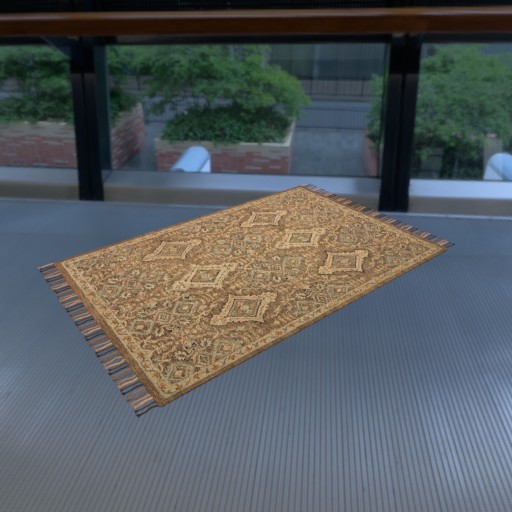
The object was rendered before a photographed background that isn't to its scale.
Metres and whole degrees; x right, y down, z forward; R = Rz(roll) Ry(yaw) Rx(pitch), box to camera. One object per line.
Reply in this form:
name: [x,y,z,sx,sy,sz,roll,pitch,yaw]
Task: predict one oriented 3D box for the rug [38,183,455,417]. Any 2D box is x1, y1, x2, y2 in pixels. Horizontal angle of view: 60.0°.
rug: [0.000,0.000,3.021,2.434,0.010,1.516,-22,37,-32]
